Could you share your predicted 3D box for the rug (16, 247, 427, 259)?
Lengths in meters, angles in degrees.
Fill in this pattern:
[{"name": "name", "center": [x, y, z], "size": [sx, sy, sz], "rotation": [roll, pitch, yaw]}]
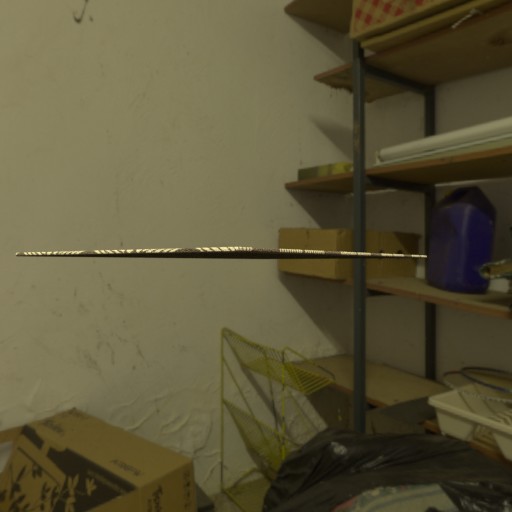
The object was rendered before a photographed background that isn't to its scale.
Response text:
[{"name": "rug", "center": [0.000, 0.000, 2.270], "size": [1.210, 0.016, 1.833], "rotation": [-1, -1, 36]}]
